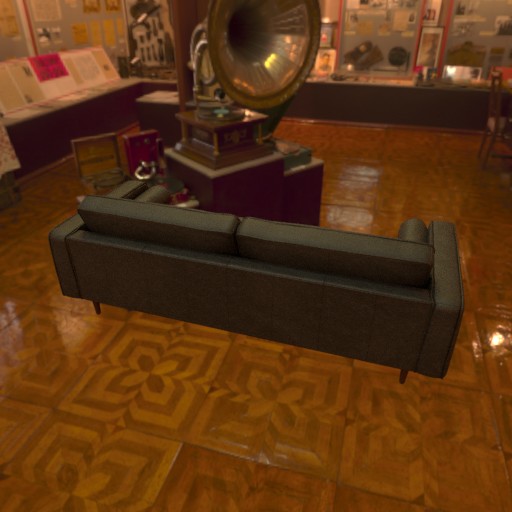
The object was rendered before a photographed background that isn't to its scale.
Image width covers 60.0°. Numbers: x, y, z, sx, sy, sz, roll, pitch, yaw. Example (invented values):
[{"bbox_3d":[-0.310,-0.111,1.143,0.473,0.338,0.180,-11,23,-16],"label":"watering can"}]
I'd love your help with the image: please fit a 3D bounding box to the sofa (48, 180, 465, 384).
[{"bbox_3d":[0.000,0.000,2.634,2.210,0.762,0.914,10,32,16],"label":"sofa"}]
